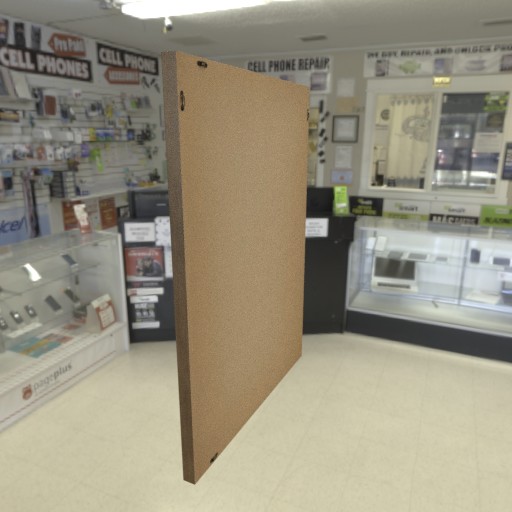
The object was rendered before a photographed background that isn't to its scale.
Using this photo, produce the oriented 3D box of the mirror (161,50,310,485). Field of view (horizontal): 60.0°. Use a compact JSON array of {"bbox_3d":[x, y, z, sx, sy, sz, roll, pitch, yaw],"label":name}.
[{"bbox_3d":[0.000,0.000,1.328,0.041,1.016,0.762,7,17,25],"label":"mirror"}]
